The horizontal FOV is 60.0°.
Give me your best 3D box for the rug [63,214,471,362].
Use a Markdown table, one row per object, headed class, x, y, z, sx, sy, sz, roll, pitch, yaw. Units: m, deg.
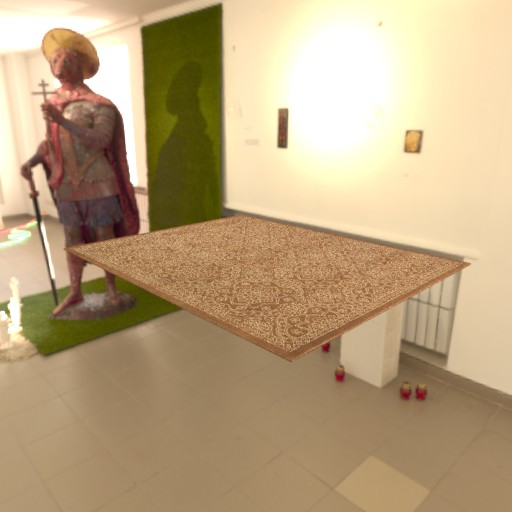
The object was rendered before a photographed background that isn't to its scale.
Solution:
| class | x | y | z | sx | sy | sz | roll | pitch | yaw |
| --- | --- | --- | --- | --- | --- | --- | --- | --- | --- |
| rug | 0.000 | 0.000 | 4.216 | 2.441 | 0.015 | 3.050 | -16 | 23 | -42 |
